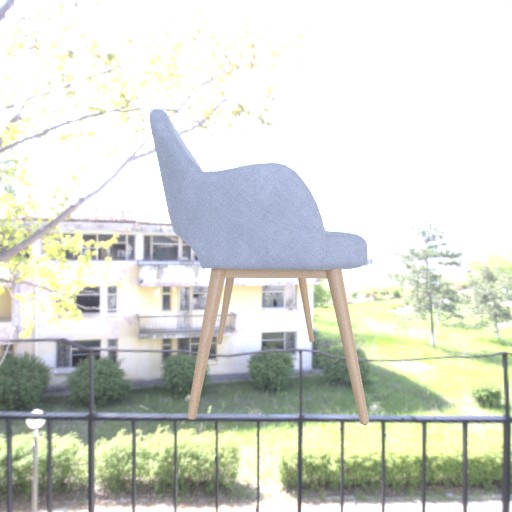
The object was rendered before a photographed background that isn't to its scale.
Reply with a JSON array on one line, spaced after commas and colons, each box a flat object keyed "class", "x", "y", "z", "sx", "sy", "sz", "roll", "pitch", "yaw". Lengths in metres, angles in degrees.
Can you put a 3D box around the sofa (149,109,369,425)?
[{"class": "sofa", "x": 0.000, "y": 0.000, "z": 1.619, "sx": 0.610, "sy": 0.840, "sz": 1.150, "roll": 0, "pitch": 1, "yaw": 0}]
